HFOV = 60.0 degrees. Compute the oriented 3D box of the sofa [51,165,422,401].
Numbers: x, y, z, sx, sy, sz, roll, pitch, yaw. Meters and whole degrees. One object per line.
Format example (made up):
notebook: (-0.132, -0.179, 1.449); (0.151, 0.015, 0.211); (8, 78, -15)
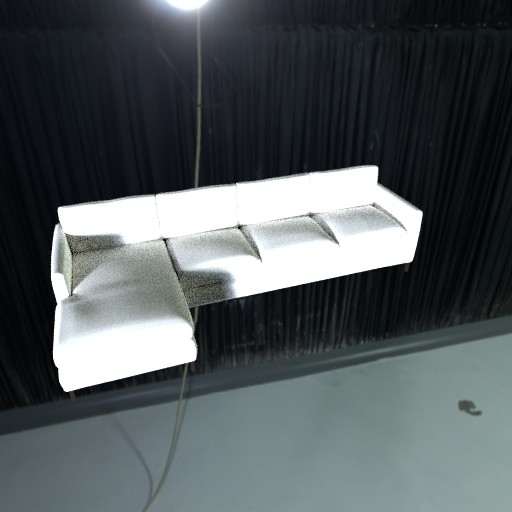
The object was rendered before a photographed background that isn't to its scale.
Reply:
sofa: (0.000, 0.000, 3.750); (3.186, 0.875, 1.467); (-11, 33, -17)
